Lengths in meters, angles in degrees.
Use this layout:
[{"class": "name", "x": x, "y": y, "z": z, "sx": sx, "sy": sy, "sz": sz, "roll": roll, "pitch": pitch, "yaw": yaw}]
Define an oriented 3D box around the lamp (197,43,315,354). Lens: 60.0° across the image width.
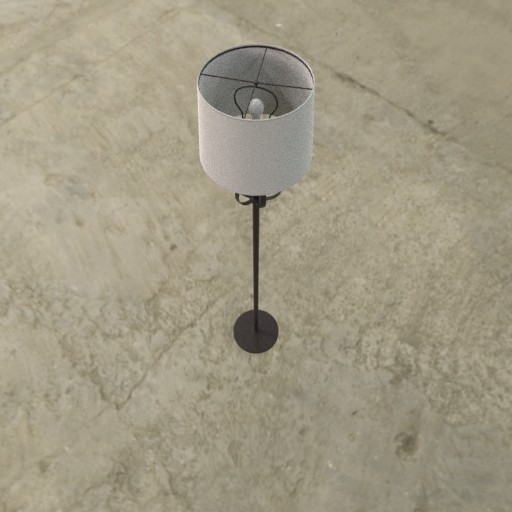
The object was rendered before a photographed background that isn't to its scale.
[{"class": "lamp", "x": 0.000, "y": 0.000, "z": 1.573, "sx": 0.286, "sy": 1.462, "sz": 0.286, "roll": -16, "pitch": 60, "yaw": -9}]
